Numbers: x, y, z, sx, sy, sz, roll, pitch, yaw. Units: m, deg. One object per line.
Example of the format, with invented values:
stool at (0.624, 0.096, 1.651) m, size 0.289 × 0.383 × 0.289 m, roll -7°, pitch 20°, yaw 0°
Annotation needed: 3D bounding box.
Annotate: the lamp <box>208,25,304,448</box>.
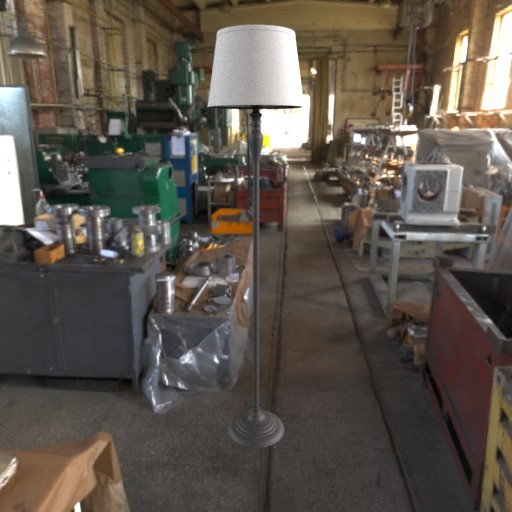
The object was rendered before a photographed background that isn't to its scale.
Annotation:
lamp at (0.000, 0.000, 1.649) m, size 0.327 × 1.506 × 0.327 m, roll -9°, pitch 18°, yaw -28°
